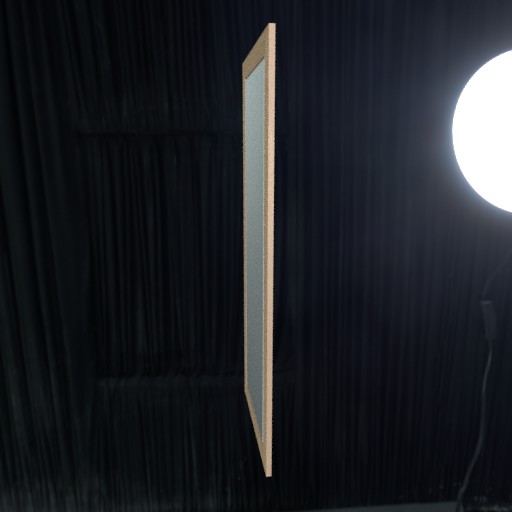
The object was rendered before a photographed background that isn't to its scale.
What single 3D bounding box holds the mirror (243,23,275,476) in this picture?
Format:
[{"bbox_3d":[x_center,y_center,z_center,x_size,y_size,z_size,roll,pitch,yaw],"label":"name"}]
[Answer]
[{"bbox_3d":[0.000,0.000,2.333,0.026,2.031,0.812,-2,13,-9],"label":"mirror"}]
